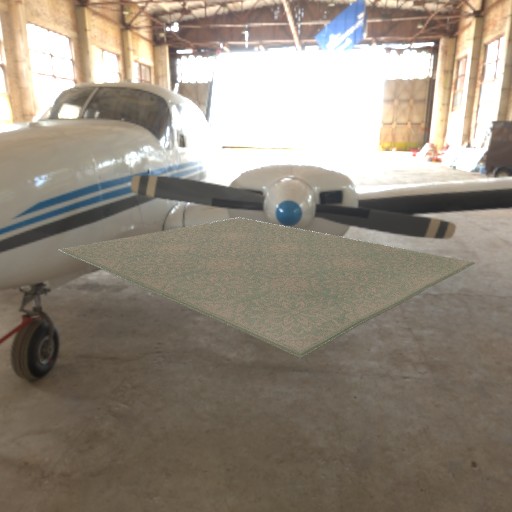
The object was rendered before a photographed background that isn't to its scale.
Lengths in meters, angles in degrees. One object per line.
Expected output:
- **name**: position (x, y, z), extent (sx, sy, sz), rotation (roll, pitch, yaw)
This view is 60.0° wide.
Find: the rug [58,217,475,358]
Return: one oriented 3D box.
- **rug**: position (0.000, 0.000, 4.018), extent (2.980, 0.012, 2.363), rotation (15, 21, 43)
